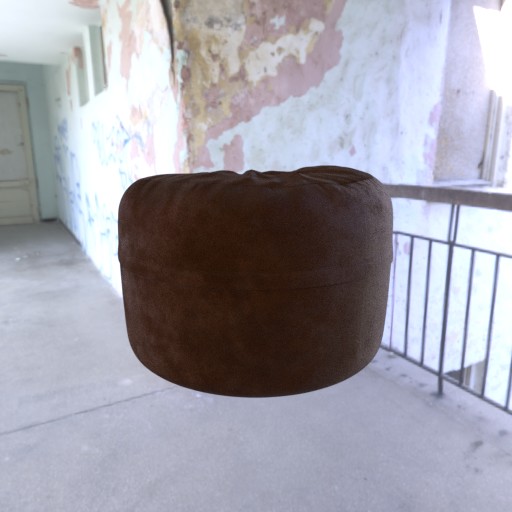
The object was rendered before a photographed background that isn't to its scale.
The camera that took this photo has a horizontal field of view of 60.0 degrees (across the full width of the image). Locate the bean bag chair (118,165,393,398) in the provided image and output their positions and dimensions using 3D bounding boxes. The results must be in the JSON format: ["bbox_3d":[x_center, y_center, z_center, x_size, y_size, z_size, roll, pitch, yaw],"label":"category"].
[{"bbox_3d":[0.000,0.000,1.550,0.918,0.616,0.918,0,14,0],"label":"bean bag chair"}]
